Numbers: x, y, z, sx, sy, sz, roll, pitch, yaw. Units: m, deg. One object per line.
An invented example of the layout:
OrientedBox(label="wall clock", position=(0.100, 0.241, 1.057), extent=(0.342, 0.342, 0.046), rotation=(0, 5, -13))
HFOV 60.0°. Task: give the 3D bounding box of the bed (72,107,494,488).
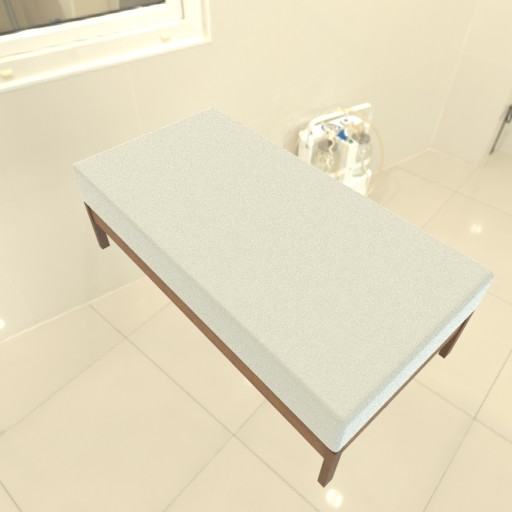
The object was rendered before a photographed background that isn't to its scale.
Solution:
OrientedBox(label="bed", position=(0.000, 0.000, 2.305), extent=(0.961, 0.616, 1.902), rotation=(-33, 54, -28))
